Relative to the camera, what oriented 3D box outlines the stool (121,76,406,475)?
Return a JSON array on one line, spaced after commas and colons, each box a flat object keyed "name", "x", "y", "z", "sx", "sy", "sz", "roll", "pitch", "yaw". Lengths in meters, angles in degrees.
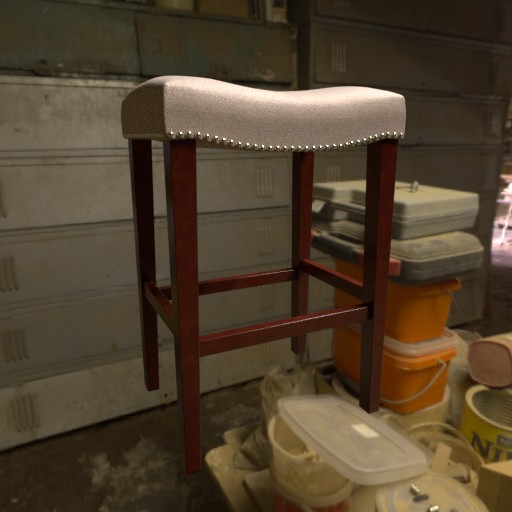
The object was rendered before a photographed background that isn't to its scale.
[{"name": "stool", "x": 0.000, "y": 0.000, "z": 1.023, "sx": 0.504, "sy": 0.742, "sz": 0.372, "roll": -7, "pitch": 17, "yaw": -25}]
